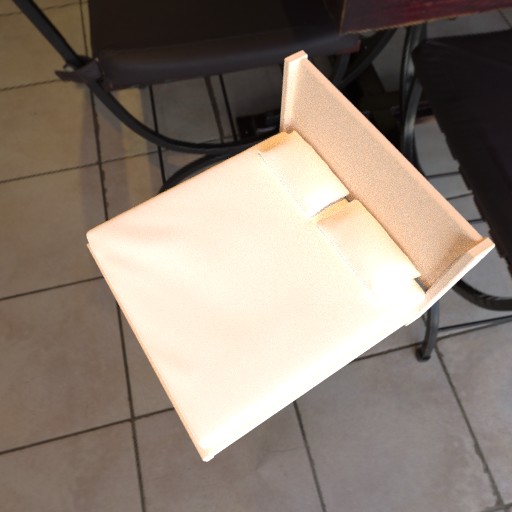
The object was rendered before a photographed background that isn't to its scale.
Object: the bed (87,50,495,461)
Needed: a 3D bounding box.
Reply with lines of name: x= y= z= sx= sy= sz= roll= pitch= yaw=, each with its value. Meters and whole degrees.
bed: x=0.000 y=0.000 z=3.618 sx=2.293 sy=1.471 sz=2.145 roll=-30 pitch=68 yaw=-14
